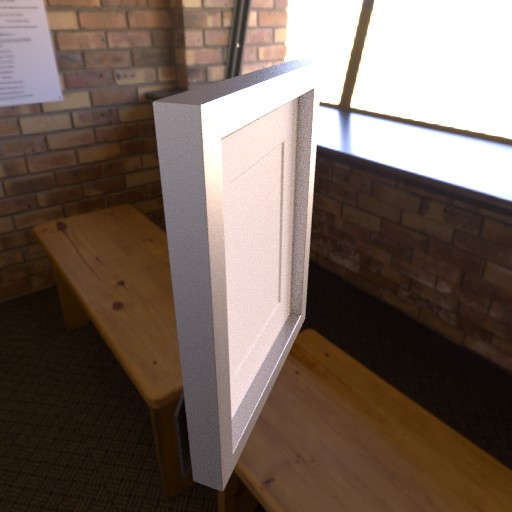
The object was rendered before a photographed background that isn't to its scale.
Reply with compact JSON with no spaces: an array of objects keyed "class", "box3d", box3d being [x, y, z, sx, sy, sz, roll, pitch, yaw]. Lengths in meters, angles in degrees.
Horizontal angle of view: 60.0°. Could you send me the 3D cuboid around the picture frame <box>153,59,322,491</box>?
[{"class":"picture frame","box3d":[0.000,0.000,0.369,0.036,0.282,0.233,10,30,18]}]
